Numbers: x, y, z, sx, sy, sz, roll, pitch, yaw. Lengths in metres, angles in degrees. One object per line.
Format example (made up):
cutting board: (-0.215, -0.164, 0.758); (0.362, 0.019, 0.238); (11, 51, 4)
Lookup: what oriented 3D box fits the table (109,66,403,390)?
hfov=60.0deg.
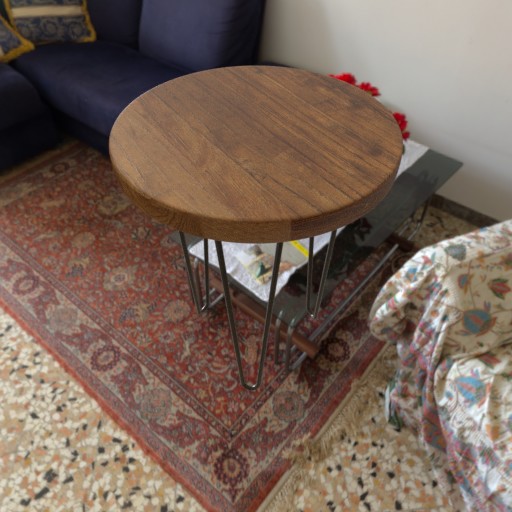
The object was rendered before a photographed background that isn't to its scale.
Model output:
table: (0.000, 0.000, 0.801); (0.400, 0.520, 0.400); (0, 46, 0)
